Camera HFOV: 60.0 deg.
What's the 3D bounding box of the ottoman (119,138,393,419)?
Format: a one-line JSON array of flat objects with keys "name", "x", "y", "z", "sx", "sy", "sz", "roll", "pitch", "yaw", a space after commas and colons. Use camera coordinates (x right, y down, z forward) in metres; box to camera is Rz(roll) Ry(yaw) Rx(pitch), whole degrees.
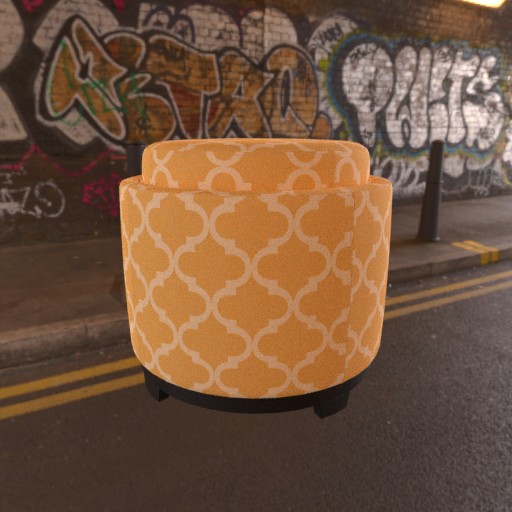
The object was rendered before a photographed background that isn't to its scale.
[{"name": "ottoman", "x": 0.000, "y": 0.000, "z": 0.837, "sx": 0.480, "sy": 0.429, "sz": 0.480, "roll": 0, "pitch": 15, "yaw": 0}]
